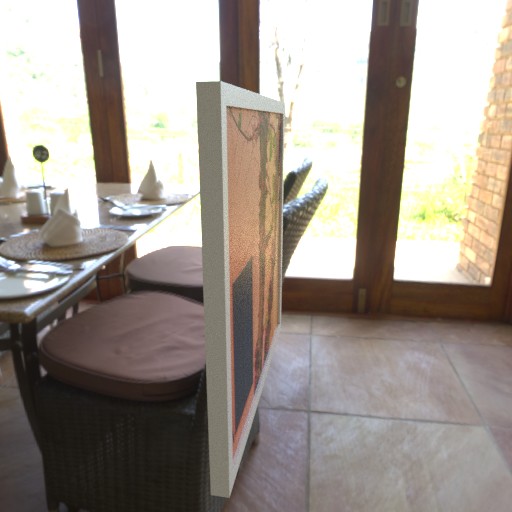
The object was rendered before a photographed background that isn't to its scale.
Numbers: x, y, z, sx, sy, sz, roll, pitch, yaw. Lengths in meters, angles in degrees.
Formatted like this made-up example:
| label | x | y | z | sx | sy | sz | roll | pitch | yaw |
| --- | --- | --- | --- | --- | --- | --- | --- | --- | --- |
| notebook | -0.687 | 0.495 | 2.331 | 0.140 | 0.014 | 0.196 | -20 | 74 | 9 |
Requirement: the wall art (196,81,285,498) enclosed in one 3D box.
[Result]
| label | x | y | z | sx | sy | sz | roll | pitch | yaw |
| --- | --- | --- | --- | --- | --- | --- | --- | --- | --- |
| wall art | 0.000 | 0.000 | 1.120 | 0.038 | 0.762 | 0.762 | 3 | 17 | 10 |
